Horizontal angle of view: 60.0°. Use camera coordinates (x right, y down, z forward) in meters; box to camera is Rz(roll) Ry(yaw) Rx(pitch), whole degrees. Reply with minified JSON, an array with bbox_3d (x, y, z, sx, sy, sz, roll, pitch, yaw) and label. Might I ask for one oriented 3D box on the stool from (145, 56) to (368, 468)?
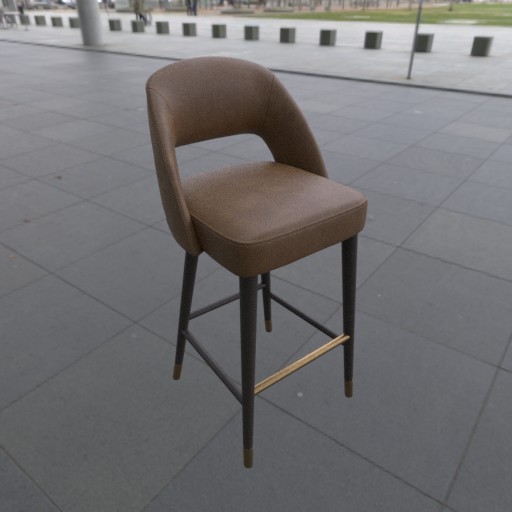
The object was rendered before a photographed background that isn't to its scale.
[{"bbox_3d":[0.000,0.000,1.307,0.494,1.037,0.509,-21,37,-32],"label":"stool"}]
